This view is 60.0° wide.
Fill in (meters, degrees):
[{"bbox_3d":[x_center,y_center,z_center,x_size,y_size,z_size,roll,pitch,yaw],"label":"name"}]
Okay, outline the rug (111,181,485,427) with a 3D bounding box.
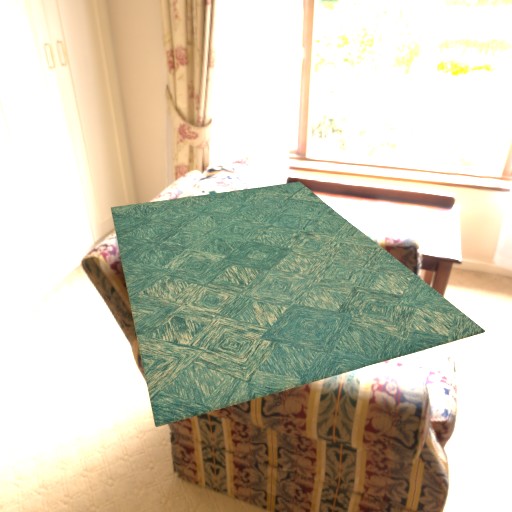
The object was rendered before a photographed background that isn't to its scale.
[{"bbox_3d":[0.000,0.000,4.189,2.405,0.027,3.217,-11,32,-17],"label":"rug"}]
